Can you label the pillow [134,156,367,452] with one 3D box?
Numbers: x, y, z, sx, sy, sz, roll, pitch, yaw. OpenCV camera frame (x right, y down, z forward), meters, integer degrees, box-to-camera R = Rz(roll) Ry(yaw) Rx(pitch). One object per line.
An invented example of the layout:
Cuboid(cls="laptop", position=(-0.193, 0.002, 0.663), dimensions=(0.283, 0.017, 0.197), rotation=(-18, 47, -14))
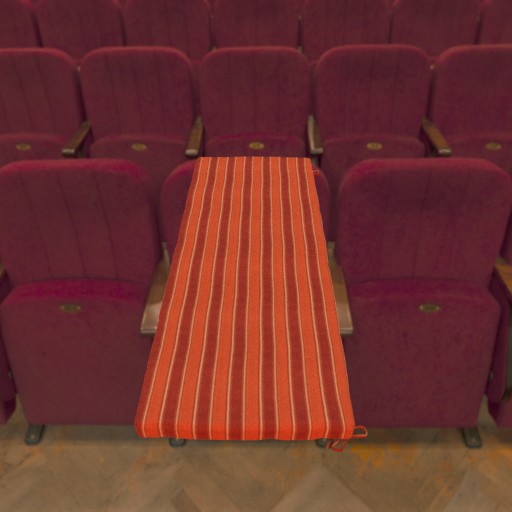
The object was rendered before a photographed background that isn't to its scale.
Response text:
Cuboid(cls="pillow", position=(0.000, 0.000, 1.349), dimensions=(0.492, 0.081, 1.187), rotation=(0, 40, 1))
